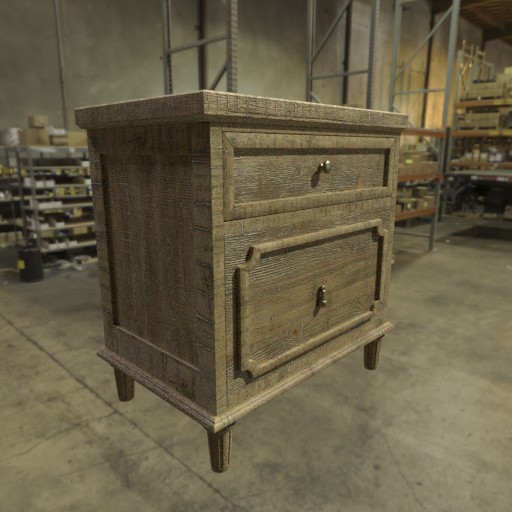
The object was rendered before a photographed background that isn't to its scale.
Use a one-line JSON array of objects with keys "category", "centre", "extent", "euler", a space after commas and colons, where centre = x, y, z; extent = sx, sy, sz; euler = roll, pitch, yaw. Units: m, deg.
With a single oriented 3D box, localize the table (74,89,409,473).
[{"category": "table", "centre": [0.000, 0.000, 1.142], "extent": [0.457, 0.711, 0.686], "euler": [13, 19, 43]}]
